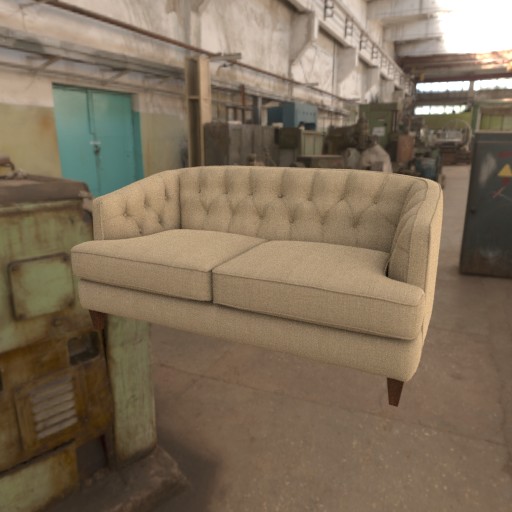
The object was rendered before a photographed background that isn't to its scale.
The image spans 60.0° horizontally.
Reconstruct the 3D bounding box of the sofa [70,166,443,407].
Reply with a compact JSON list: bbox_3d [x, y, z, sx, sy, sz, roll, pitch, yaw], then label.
[{"bbox_3d":[0.000,0.000,2.297,1.733,0.855,0.941,7,17,26],"label":"sofa"}]
